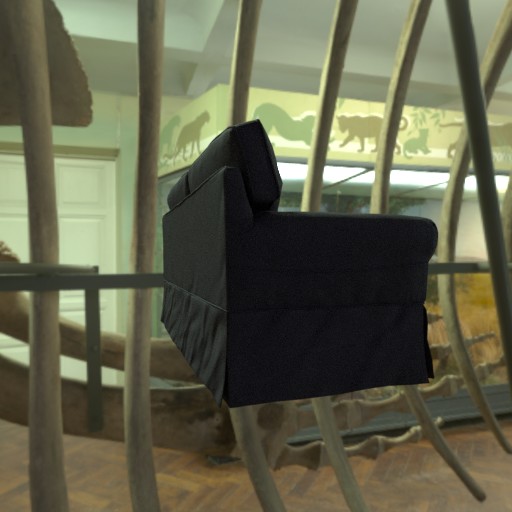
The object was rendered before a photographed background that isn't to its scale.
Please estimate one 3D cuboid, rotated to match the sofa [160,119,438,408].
[{"bbox_3d":[0.000,0.000,2.757,0.983,1.094,2.256,0,0,-18],"label":"sofa"}]
